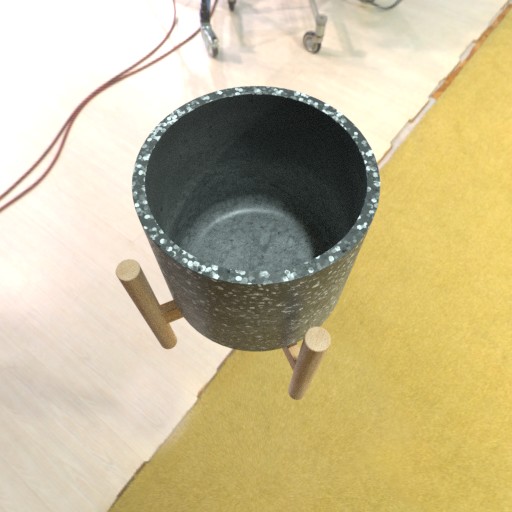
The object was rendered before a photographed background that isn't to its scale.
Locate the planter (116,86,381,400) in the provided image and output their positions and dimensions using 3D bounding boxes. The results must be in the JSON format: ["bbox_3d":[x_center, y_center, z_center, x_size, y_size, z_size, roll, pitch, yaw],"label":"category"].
[{"bbox_3d":[0.000,0.000,0.540,0.284,0.320,0.284,-1,62,-1],"label":"planter"}]
